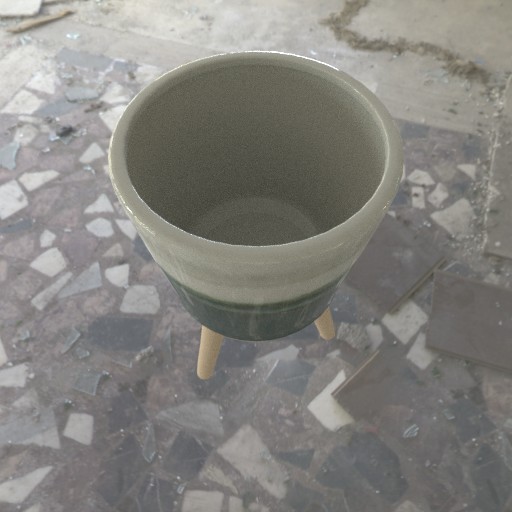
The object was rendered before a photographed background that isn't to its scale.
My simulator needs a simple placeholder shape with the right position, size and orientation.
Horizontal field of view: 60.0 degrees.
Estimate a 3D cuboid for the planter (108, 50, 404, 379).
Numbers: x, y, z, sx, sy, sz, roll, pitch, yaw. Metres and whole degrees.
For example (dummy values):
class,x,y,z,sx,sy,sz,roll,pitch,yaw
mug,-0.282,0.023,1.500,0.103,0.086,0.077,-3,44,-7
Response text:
class,x,y,z,sx,sy,sz,roll,pitch,yaw
planter,0.000,0.000,0.466,0.217,0.331,0.217,-31,63,-18
